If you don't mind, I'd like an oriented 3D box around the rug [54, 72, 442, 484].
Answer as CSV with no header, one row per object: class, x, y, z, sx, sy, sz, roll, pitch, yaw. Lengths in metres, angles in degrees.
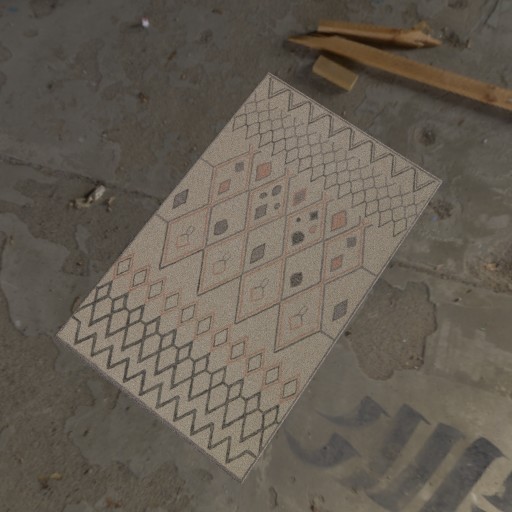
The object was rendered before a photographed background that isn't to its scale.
rug,0.000,0.000,3.035,1.524,0.015,2.438,35,79,8
